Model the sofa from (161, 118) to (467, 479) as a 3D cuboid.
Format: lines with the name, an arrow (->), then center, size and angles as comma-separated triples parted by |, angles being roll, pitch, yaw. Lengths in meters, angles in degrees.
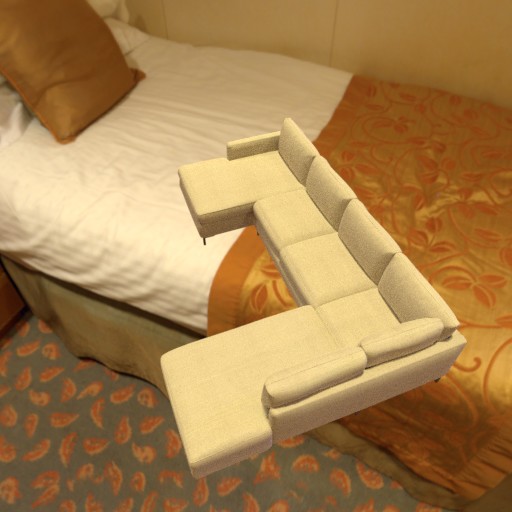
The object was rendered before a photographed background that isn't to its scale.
sofa -> 0.000, 0.000, 3.567 | 1.879, 0.756, 2.737 | -16, 50, -14
